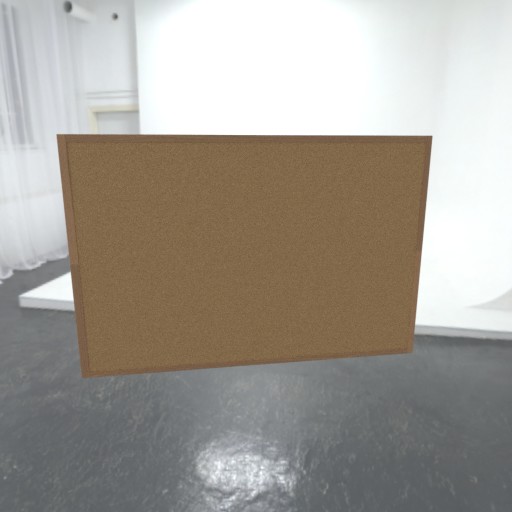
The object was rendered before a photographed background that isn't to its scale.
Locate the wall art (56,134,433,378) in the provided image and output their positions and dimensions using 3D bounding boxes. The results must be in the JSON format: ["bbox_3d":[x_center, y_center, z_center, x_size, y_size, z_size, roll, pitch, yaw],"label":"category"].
[{"bbox_3d":[0.000,0.000,1.439,1.141,0.758,0.035,-2,14,-9],"label":"wall art"}]
